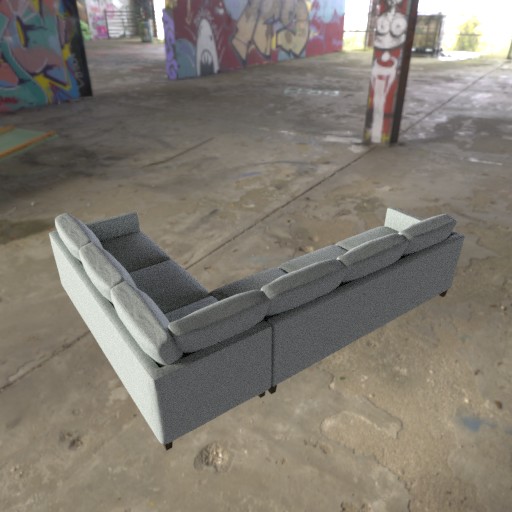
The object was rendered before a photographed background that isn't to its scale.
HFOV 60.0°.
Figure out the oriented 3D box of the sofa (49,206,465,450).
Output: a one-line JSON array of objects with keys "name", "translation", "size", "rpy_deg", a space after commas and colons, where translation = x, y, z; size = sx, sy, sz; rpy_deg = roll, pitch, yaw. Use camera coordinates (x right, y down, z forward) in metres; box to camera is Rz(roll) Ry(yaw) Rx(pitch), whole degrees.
[{"name": "sofa", "translation": [0.000, 0.000, 4.481], "size": [3.333, 0.934, 2.522], "rpy_deg": [-20, 35, -31]}]
